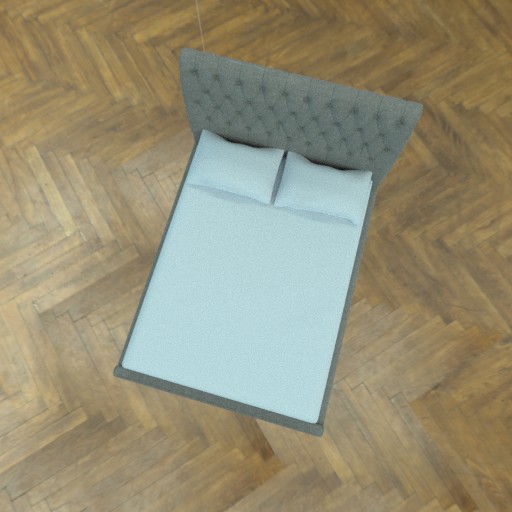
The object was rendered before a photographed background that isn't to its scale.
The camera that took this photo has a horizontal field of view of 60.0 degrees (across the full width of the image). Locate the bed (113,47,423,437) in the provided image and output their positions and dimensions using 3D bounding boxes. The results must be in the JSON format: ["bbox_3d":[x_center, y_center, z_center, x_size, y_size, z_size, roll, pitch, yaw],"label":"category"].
[{"bbox_3d":[0.000,0.000,3.307,1.645,1.371,2.252,15,76,4],"label":"bed"}]
